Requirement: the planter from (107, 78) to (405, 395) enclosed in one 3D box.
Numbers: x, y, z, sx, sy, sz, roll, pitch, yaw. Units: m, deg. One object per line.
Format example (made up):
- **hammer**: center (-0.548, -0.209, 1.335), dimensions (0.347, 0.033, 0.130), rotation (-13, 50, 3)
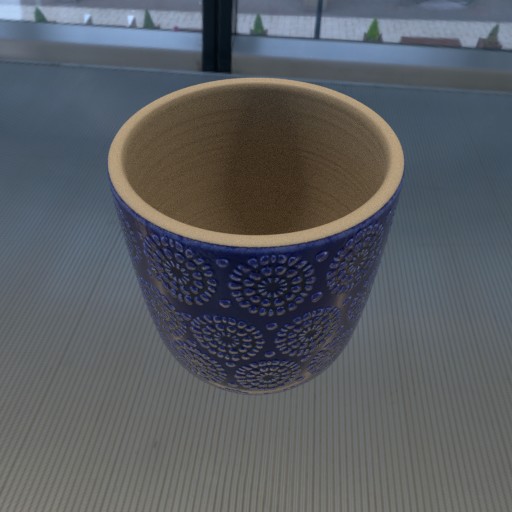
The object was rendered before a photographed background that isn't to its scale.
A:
- **planter**: center (0.000, 0.000, 0.349), dimensions (0.184, 0.206, 0.184), rotation (0, 47, 0)
